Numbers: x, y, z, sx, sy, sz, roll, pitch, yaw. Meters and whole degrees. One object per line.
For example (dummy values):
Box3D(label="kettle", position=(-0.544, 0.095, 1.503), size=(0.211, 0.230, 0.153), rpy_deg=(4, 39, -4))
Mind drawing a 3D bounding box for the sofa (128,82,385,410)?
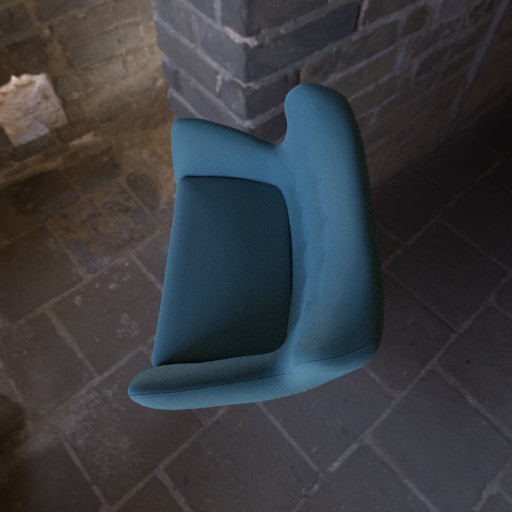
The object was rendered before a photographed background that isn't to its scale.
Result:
Box3D(label="sofa", position=(0.000, 0.000, 2.004), size=(0.889, 0.889, 1.397), rpy_deg=(1, 59, 1))
